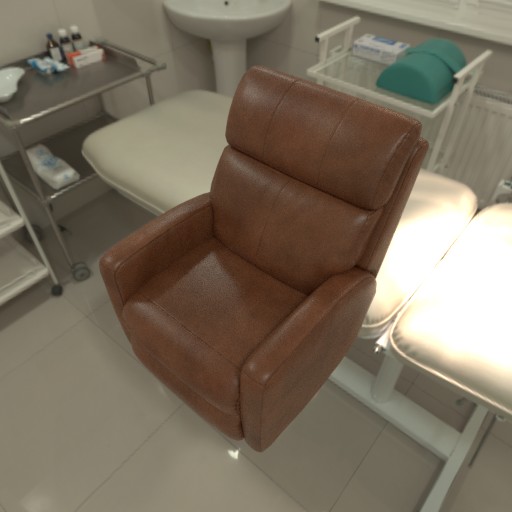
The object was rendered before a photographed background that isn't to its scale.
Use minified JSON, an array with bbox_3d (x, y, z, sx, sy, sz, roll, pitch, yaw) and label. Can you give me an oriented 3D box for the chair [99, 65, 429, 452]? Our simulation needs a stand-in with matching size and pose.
[{"bbox_3d":[0.000,0.000,1.646,0.787,1.016,0.939,31,53,27],"label":"chair"}]
